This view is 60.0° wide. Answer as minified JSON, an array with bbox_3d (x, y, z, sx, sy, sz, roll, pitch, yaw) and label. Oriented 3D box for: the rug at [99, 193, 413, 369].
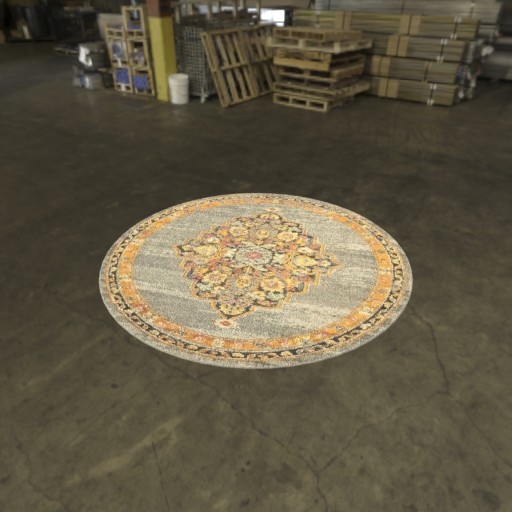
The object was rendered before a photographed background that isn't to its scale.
[{"bbox_3d":[0.000,0.000,2.356,1.598,0.010,1.598,0,32,0],"label":"rug"}]
